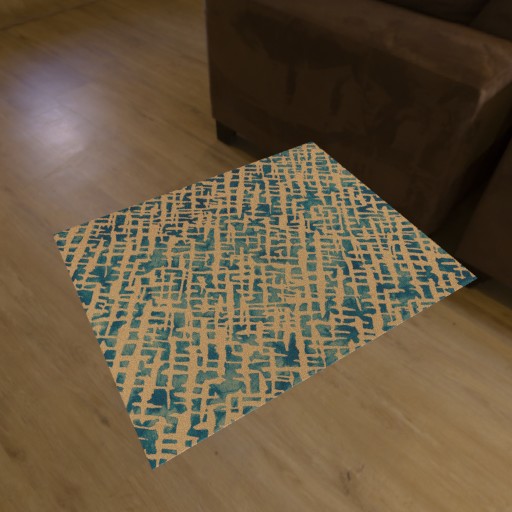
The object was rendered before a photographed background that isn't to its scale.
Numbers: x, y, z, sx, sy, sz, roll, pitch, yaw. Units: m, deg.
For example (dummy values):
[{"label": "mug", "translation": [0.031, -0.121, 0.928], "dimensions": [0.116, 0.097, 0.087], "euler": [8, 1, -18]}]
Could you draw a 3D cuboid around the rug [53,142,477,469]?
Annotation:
[{"label": "rug", "translation": [0.000, 0.000, 3.996], "dimensions": [3.007, 0.007, 2.435], "euler": [-24, 52, -20]}]
